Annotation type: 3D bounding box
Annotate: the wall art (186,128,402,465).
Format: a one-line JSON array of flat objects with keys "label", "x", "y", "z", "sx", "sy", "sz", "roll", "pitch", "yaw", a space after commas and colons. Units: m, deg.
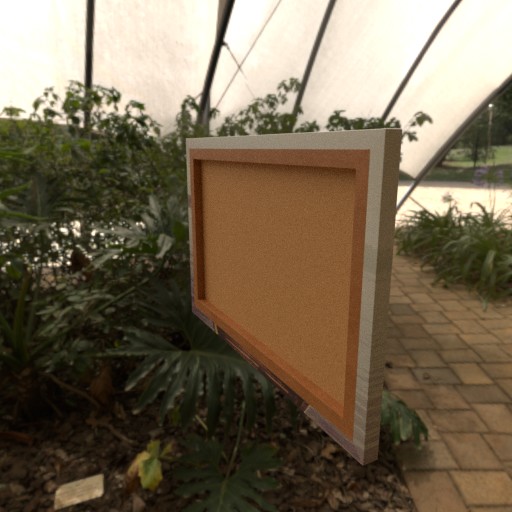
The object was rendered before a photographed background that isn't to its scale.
[{"label": "wall art", "x": 0.000, "y": 0.000, "z": 1.158, "sx": 0.037, "sy": 0.609, "sz": 0.916, "roll": -7, "pitch": 16, "yaw": -27}]
